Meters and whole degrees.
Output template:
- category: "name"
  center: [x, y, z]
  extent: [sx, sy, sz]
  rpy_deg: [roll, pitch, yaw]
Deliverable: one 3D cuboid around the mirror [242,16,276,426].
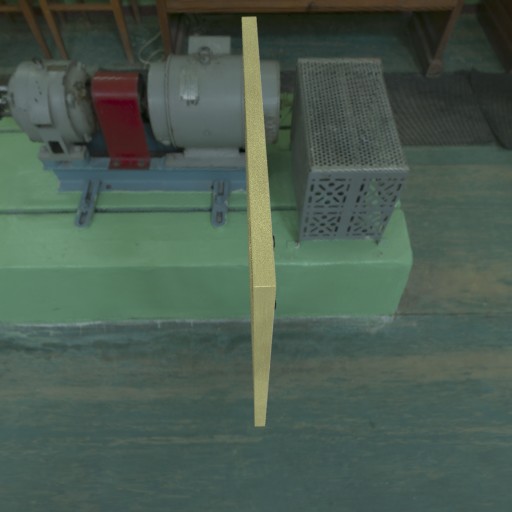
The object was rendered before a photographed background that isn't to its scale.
- category: "mirror"
  center: [0.000, 0.000, 1.324]
  extent: [0.040, 1.016, 0.762]
  rpy_deg: [-2, 57, -1]
